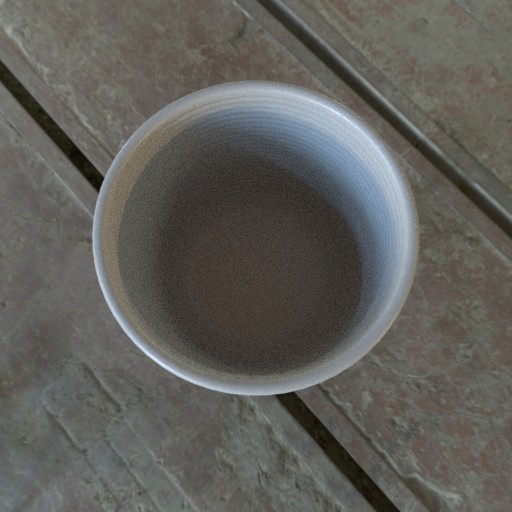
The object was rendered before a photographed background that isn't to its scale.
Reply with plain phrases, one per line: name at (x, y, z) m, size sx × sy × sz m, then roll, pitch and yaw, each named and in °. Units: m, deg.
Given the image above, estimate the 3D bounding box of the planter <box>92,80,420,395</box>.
planter at (0.000, 0.000, 0.220) m, size 0.124 × 0.109 × 0.124 m, roll 0°, pitch 77°, yaw 0°
